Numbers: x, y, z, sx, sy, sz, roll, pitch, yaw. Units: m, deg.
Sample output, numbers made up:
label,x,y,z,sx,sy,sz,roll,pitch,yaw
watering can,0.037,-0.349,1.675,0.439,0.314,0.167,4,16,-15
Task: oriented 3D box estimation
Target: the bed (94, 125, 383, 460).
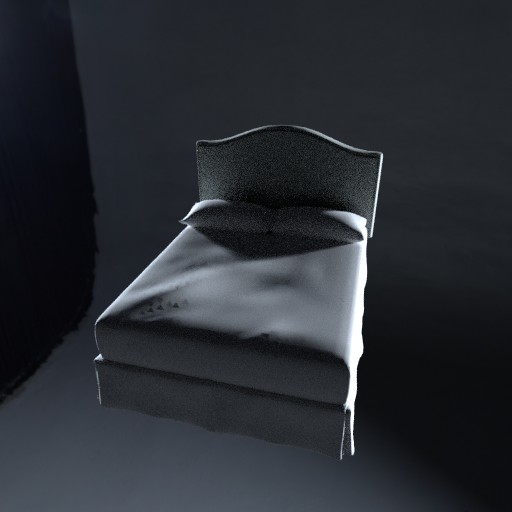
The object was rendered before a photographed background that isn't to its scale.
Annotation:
label,x,y,z,sx,sy,sz,roll,pitch,yaw
bed,0.000,0.000,3.492,1.813,1.607,2.180,7,29,13
